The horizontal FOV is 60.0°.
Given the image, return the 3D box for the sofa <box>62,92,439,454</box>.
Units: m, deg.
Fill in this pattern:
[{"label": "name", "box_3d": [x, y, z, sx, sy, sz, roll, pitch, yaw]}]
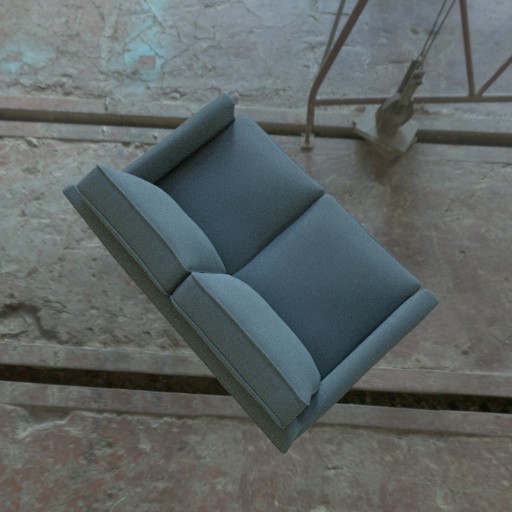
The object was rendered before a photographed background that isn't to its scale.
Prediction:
[{"label": "sofa", "box_3d": [0.000, 0.000, 2.306, 1.084, 1.003, 1.597, -41, 77, -11]}]
